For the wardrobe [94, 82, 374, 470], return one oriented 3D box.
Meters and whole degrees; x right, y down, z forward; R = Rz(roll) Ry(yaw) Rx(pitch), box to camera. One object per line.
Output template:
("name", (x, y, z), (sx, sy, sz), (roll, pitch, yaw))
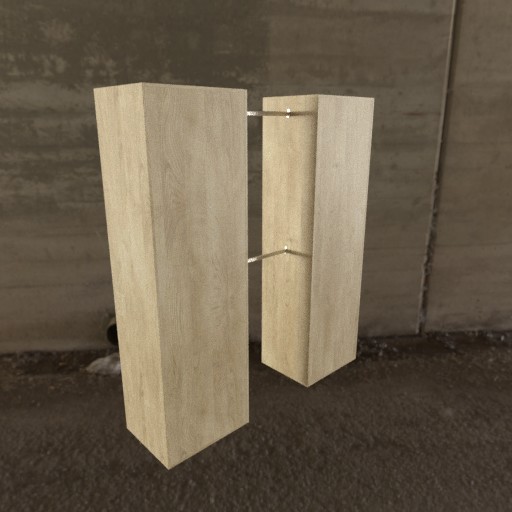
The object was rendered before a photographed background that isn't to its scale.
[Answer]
("wardrobe", (0.000, 0.000, 2.909), (1.770, 2.000, 0.480), (-15, 22, -41))
